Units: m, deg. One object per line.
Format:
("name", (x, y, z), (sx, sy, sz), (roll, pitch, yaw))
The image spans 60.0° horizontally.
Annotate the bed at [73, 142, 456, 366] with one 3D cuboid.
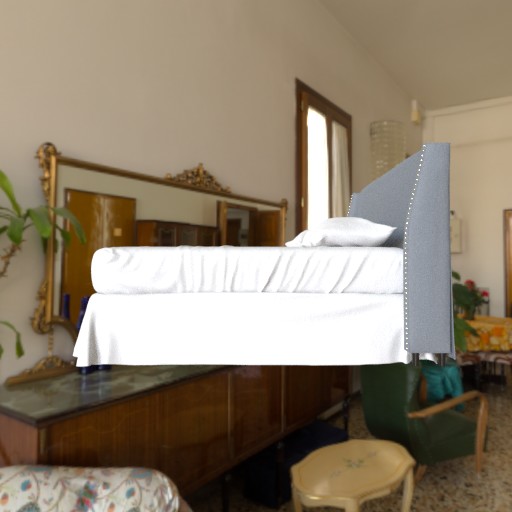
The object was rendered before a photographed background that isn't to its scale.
("bed", (0.000, 0.000, 3.495), (2.276, 1.332, 1.925), (0, -1, -1))
